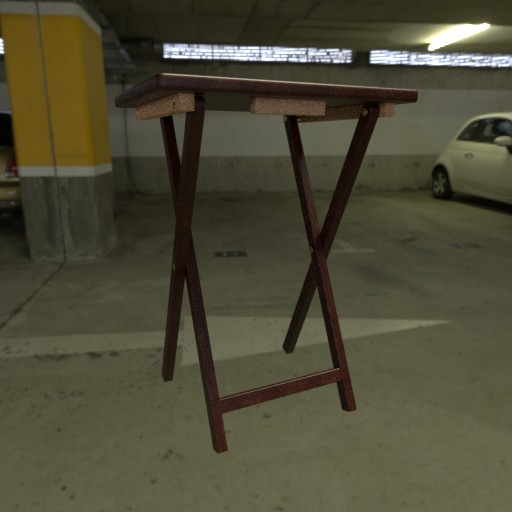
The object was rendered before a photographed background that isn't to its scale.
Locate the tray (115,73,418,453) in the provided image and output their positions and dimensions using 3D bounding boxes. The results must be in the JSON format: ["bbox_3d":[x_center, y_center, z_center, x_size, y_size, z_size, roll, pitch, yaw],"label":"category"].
[{"bbox_3d":[0.000,0.000,0.954,0.483,0.660,0.381,-7,16,-25],"label":"tray"}]
